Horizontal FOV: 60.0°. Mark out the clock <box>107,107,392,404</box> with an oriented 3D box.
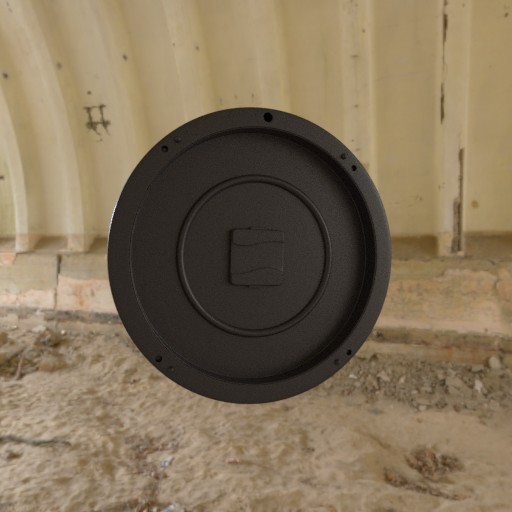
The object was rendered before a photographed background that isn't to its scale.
[{"bbox_3d":[0.000,0.000,0.473,0.300,0.300,0.060,0,1,-17],"label":"clock"}]
